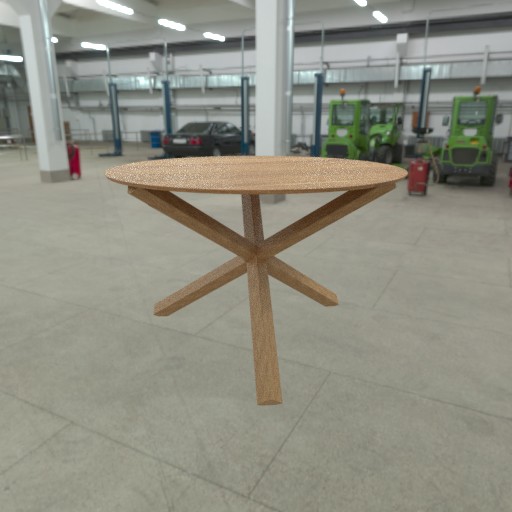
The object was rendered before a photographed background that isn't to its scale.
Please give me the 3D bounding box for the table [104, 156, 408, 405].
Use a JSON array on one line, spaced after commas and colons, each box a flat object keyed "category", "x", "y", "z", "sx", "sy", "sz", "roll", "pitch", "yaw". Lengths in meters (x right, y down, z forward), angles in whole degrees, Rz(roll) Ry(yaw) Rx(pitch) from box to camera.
[{"category": "table", "x": 0.000, "y": 0.000, "z": 1.691, "sx": 1.038, "sy": 0.666, "sz": 1.038, "roll": 0, "pitch": 17, "yaw": 0}]
